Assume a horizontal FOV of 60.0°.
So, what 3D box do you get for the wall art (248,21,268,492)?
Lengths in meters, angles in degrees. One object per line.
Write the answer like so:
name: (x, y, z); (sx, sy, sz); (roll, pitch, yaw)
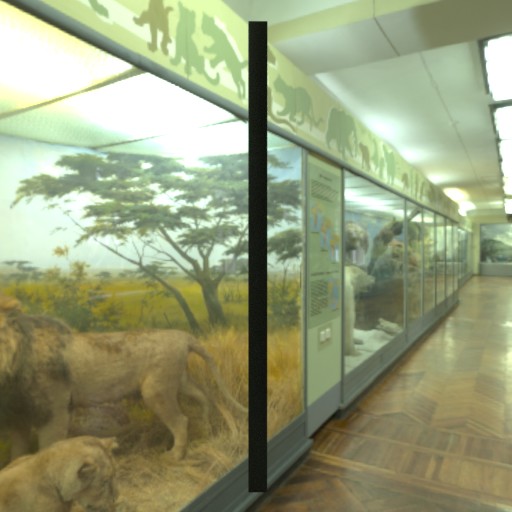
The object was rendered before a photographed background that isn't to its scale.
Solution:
wall art: (0.000, 0.000, 0.585); (0.019, 0.455, 0.314); (0, 1, -1)
